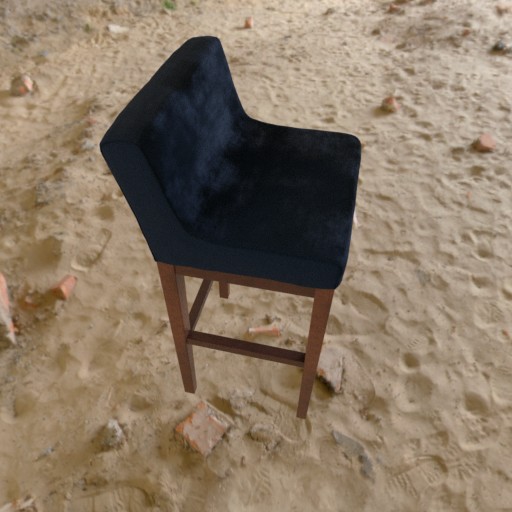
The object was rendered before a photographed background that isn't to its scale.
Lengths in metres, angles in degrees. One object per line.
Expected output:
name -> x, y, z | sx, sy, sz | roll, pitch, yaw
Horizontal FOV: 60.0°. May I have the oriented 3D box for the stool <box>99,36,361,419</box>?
stool -> 0.000, 0.000, 1.300 | 0.500, 1.037, 0.511 | 10, 48, 9
